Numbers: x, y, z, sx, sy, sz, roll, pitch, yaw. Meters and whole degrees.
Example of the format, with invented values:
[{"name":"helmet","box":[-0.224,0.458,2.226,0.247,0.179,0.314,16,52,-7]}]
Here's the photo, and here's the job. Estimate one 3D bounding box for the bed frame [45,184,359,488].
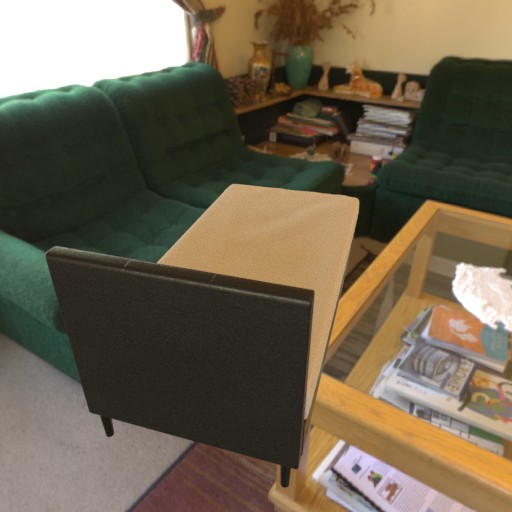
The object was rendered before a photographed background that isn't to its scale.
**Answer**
[{"name":"bed frame","box":[0.000,0.000,2.513,1.038,1.046,2.152,9,32,14]}]
